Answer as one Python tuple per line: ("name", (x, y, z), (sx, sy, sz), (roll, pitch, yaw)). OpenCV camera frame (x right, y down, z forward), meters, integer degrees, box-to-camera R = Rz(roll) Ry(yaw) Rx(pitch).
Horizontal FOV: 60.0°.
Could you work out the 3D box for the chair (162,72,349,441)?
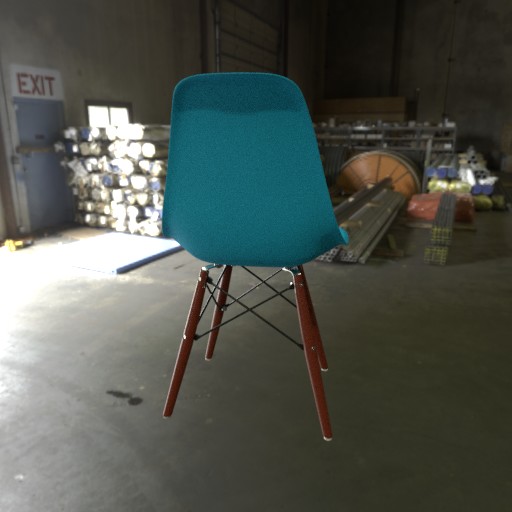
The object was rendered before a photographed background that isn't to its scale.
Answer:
("chair", (0.000, 0.000, 1.150), (0.470, 0.826, 0.533), (3, 16, 9))
